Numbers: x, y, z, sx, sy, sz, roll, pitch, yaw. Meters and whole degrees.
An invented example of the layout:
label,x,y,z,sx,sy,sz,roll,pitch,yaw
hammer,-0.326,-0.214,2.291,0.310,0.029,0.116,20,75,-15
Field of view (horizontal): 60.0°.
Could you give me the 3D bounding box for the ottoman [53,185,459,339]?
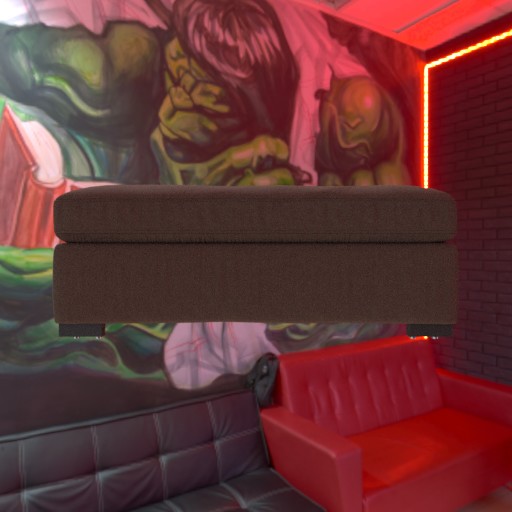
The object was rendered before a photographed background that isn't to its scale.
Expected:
label,x,y,z,sx,sy,sz,roll,pitch,yaw
ottoman,0.000,0.000,1.827,1.181,0.470,1.181,0,0,0
